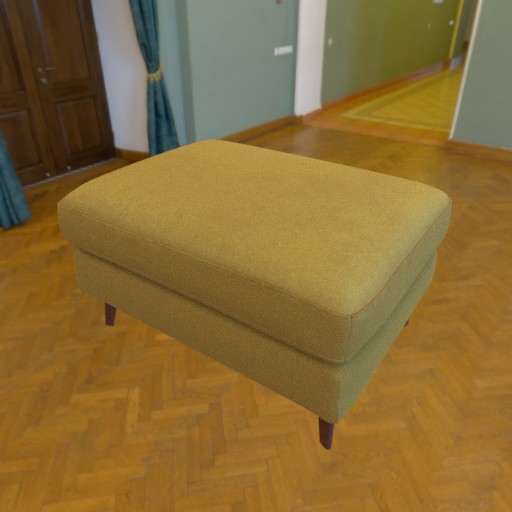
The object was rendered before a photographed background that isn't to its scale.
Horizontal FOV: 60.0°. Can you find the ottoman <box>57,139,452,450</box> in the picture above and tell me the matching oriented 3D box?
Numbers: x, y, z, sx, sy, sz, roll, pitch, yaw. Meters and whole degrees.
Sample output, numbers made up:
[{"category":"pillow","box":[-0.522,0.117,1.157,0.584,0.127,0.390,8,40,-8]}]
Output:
[{"category":"ottoman","box":[0.000,0.000,1.153,0.811,0.449,0.608,20,36,29]}]
